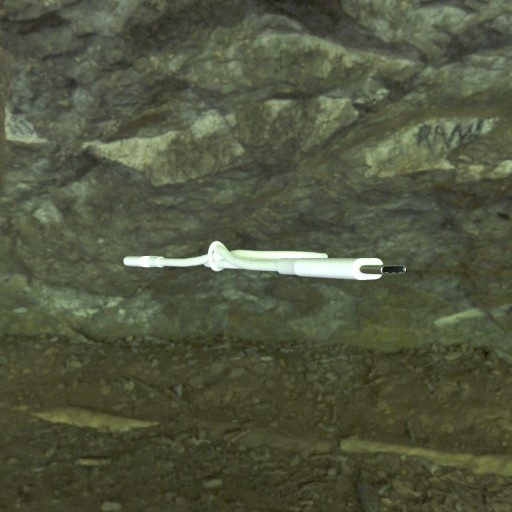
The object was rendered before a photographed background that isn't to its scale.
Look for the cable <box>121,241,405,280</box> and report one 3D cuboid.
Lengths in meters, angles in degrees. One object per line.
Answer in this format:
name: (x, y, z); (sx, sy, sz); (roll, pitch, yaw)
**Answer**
cable: (0.000, 0.000, 0.223); (0.070, 0.014, 0.203); (0, 0, -37)
